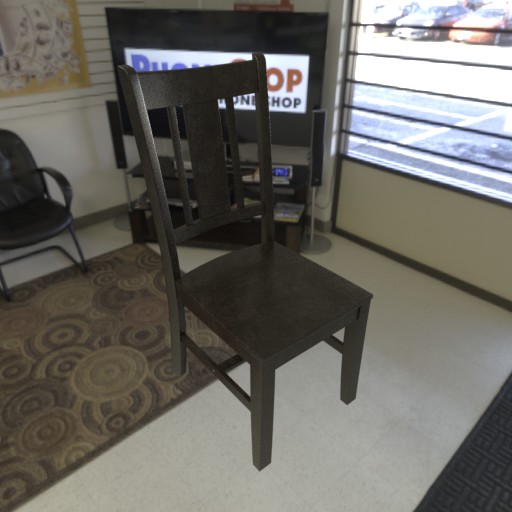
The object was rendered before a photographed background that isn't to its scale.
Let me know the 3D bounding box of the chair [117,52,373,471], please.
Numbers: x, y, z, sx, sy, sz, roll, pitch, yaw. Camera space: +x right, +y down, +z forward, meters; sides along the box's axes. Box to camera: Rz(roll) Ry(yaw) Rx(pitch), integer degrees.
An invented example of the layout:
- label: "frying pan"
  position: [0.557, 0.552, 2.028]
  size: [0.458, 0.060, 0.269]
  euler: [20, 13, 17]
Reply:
- label: "chair"
  position: [0.000, 0.000, 1.271]
  size: [0.450, 0.998, 0.555]
  euler: [-22, 37, -33]
